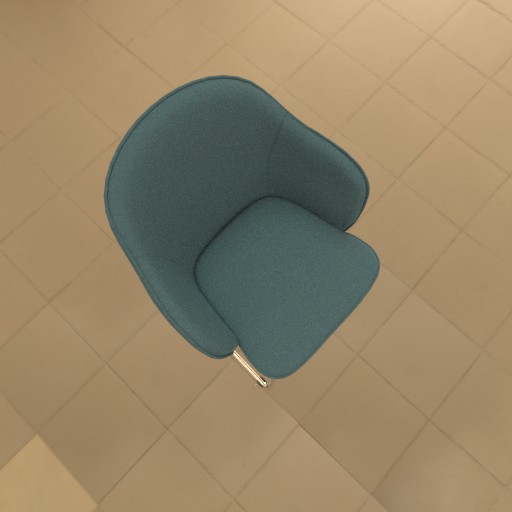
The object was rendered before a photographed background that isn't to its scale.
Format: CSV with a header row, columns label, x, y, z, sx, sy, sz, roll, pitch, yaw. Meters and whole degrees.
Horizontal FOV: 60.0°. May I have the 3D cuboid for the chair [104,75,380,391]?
label,x,y,z,sx,sy,sz,roll,pitch,yaw
chair,0.000,0.000,1.222,0.585,0.815,0.570,42,78,11
